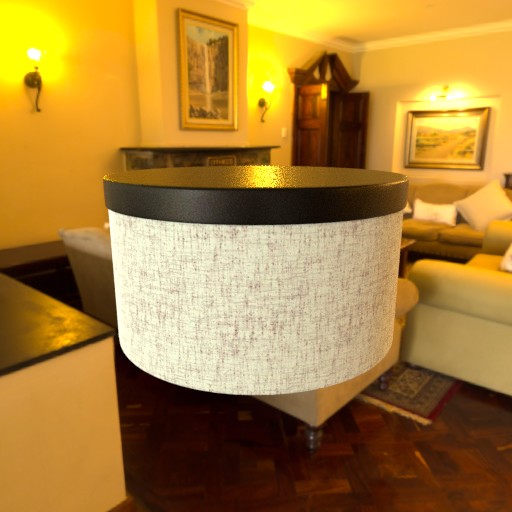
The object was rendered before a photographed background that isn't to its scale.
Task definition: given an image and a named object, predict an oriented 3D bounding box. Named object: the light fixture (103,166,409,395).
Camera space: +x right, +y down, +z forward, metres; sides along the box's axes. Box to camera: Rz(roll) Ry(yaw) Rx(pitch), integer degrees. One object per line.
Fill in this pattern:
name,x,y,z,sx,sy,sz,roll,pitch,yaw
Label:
light fixture,0.000,0.000,0.622,0.389,0.229,0.389,0,14,0
